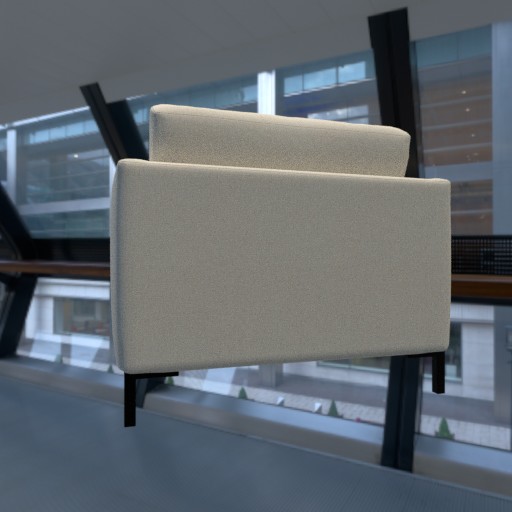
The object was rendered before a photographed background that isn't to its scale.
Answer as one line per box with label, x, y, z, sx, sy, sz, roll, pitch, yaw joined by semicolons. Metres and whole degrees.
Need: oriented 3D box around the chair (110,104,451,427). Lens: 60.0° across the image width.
chair;0.000;0.000;1.563;0.964;0.806;0.875;0;0;-17
